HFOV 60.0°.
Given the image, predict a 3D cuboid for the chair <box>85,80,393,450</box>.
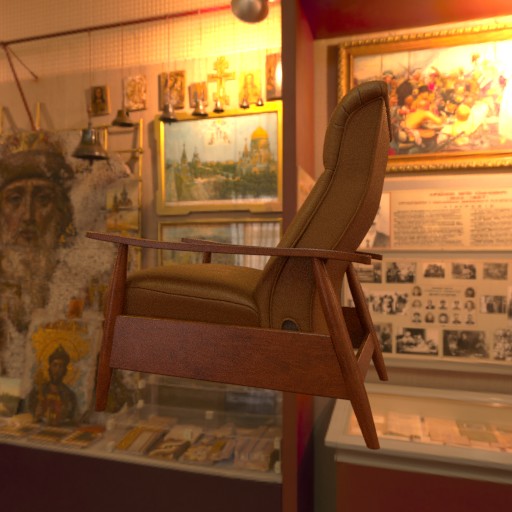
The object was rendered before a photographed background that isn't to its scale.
[{"bbox_3d":[0.000,0.000,1.744,1.014,1.082,0.762,0,1,19],"label":"chair"}]
